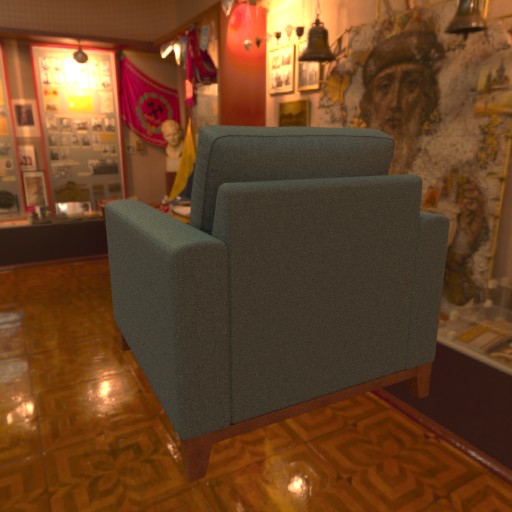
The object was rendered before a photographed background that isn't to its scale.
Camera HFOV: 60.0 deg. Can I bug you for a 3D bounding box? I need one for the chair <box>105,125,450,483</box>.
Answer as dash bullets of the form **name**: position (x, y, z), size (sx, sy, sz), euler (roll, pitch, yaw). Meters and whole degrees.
- **chair**: position (0.000, 0.000, 1.828), size (1.024, 1.010, 1.038), euler (-8, 16, -27)
